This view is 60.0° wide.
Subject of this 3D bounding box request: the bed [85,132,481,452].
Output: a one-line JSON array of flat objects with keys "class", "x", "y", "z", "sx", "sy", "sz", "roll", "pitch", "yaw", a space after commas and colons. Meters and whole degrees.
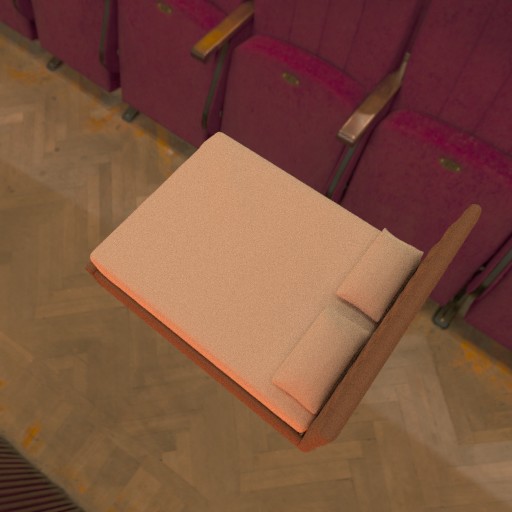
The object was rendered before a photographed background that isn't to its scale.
[{"class": "bed", "x": 0.000, "y": 0.000, "z": 3.330, "sx": 2.233, "sy": 1.426, "sz": 1.696, "roll": 35, "pitch": 69, "yaw": 15}]
